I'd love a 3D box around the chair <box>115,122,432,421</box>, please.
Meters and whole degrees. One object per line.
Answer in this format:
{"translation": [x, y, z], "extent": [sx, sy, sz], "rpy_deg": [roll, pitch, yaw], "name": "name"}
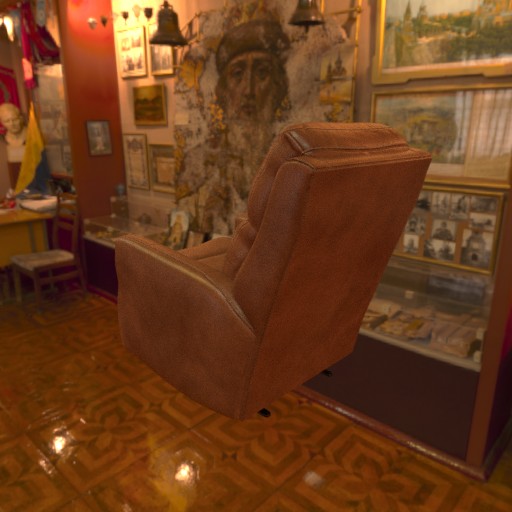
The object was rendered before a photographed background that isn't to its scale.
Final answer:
{"translation": [0.000, 0.000, 1.768], "extent": [1.072, 1.016, 0.821], "rpy_deg": [16, 22, 43], "name": "chair"}
